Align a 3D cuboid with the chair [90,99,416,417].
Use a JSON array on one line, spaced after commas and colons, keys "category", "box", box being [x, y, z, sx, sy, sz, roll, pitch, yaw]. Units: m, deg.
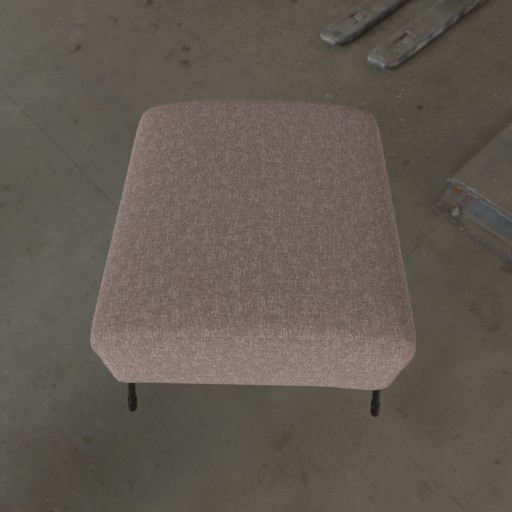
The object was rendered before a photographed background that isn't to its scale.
[{"category": "chair", "box": [0.000, 0.000, 0.898, 0.530, 0.410, 0.530, 1, 58, 1]}]
